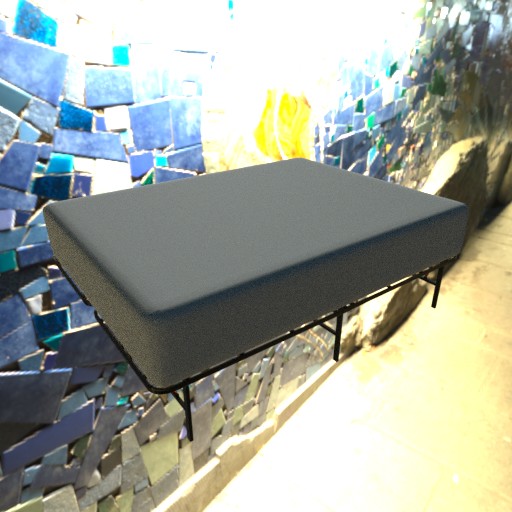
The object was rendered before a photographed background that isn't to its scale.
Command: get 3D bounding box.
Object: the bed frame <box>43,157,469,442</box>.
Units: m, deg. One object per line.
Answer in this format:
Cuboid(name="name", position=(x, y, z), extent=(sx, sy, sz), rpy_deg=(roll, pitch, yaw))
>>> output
Cuboid(name="bed frame", position=(0.000, 0.000, 2.725), extent=(2.037, 0.677, 1.528), rpy_deg=(-18, 31, -32))
